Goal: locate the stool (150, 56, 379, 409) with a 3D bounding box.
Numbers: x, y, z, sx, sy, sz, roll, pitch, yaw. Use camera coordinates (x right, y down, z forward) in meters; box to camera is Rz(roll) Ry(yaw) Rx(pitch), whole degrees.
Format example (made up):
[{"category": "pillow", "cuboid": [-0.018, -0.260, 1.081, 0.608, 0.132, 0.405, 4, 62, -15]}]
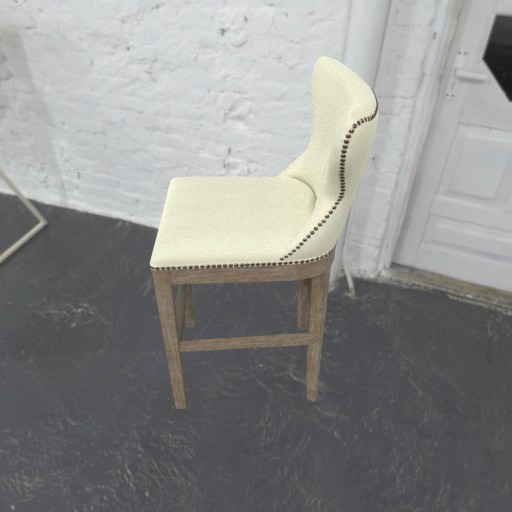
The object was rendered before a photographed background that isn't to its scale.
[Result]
[{"category": "stool", "cuboid": [0.000, 0.000, 1.458, 0.606, 1.123, 0.494, -1, 40, -1]}]
